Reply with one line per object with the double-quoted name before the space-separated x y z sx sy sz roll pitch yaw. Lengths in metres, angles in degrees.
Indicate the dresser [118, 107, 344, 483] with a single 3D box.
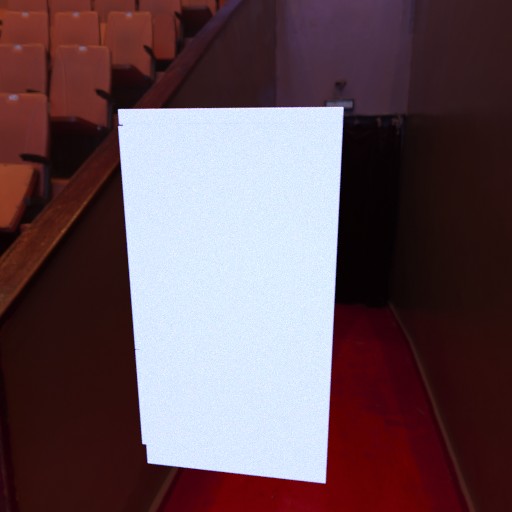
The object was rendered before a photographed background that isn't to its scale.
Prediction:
"dresser" 0.000 0.000 1.249 0.420 0.740 0.830 2 15 9
